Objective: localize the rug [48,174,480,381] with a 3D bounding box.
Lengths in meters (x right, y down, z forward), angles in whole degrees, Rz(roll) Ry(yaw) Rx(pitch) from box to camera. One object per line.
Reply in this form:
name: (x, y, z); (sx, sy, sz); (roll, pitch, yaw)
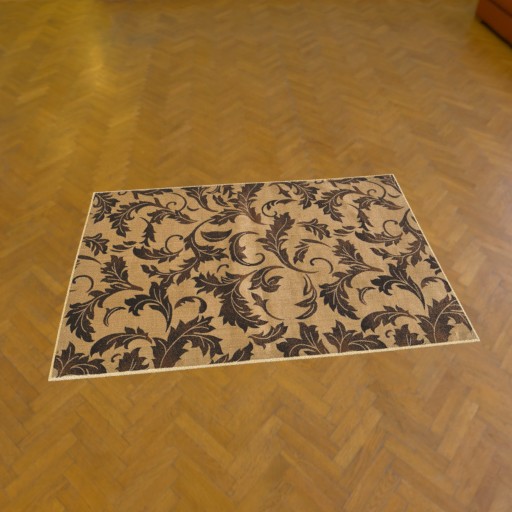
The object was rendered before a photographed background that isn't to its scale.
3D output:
rug: (0.000, 0.000, 2.828); (2.284, 0.008, 1.522); (-4, 47, -4)
